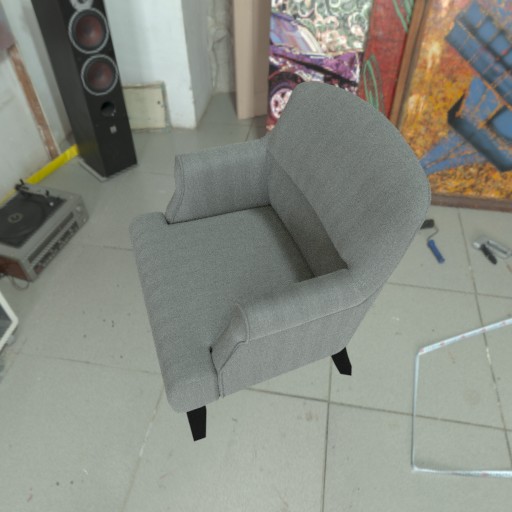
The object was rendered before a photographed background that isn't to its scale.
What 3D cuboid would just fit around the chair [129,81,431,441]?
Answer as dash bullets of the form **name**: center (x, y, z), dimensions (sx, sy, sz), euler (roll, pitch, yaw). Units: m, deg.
- **chair**: center (0.000, 0.000, 1.440), dimensions (0.755, 0.880, 0.772), euler (-15, 48, -13)
